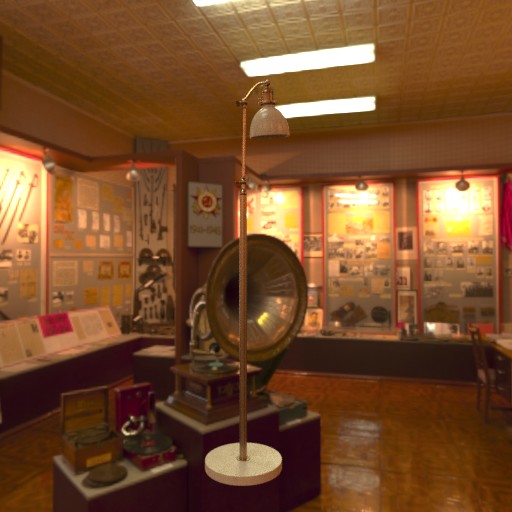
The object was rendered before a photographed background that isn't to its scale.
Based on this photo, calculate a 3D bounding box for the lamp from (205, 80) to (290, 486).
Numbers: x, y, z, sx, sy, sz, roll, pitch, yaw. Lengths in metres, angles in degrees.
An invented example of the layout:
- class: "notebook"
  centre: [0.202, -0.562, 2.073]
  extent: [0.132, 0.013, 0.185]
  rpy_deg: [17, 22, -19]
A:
- class: "lamp"
  centre: [0.000, 0.000, 1.824]
  extent: [0.288, 1.586, 0.599]
  rpy_deg: [0, -1, 17]
